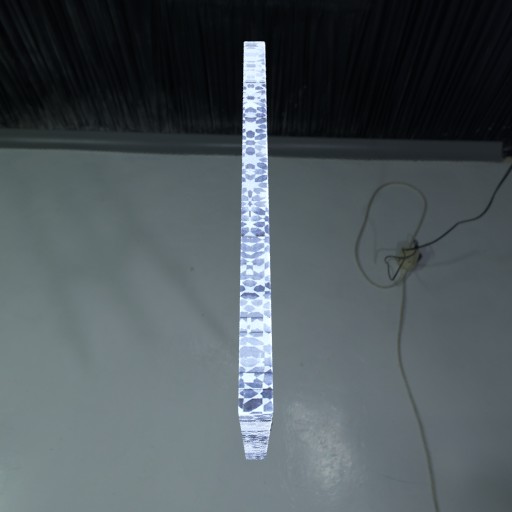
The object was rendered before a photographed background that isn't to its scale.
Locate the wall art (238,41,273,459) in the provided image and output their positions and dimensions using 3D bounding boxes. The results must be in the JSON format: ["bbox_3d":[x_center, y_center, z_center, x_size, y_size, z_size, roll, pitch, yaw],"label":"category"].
[{"bbox_3d":[0.000,0.000,1.158,0.057,0.608,0.911,0,60,0],"label":"wall art"}]
